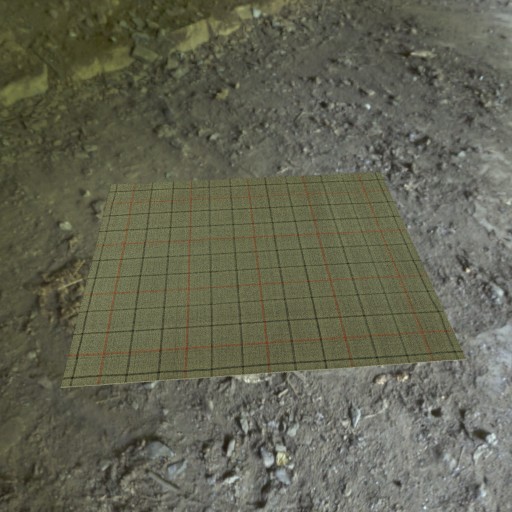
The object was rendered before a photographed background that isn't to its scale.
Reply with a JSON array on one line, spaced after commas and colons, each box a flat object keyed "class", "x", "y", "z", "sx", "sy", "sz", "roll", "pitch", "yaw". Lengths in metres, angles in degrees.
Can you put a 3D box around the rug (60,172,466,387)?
[{"class": "rug", "x": 0.000, "y": 0.000, "z": 4.153, "sx": 3.048, "sy": 0.012, "sz": 2.444, "roll": -3, "pitch": 46, "yaw": -3}]
